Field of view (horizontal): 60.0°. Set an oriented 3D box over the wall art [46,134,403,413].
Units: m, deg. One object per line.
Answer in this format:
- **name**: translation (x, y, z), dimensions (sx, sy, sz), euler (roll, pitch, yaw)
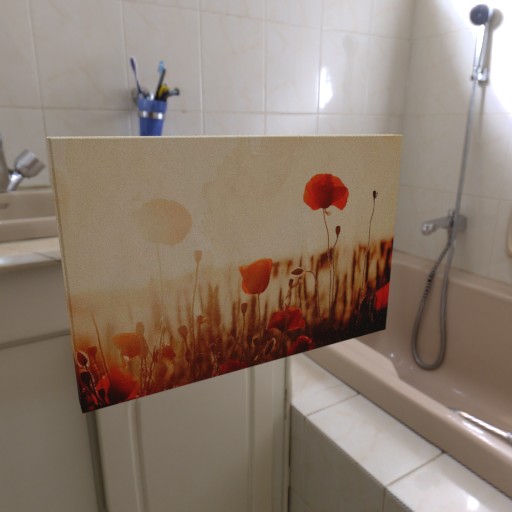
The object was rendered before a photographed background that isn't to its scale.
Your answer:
- **wall art**: translation (0.000, 0.000, 0.767), dimensions (0.613, 0.402, 0.040), euler (-8, 18, -27)
